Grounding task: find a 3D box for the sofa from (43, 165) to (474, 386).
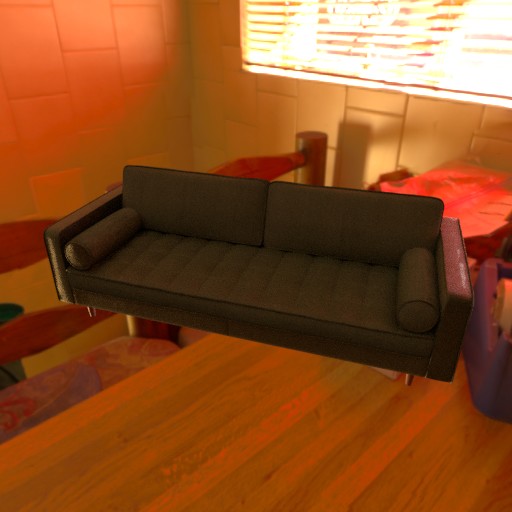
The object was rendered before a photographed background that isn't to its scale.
[{"bbox_3d":[0.000,0.000,2.572,2.199,0.769,0.918,9,30,16],"label":"sofa"}]
